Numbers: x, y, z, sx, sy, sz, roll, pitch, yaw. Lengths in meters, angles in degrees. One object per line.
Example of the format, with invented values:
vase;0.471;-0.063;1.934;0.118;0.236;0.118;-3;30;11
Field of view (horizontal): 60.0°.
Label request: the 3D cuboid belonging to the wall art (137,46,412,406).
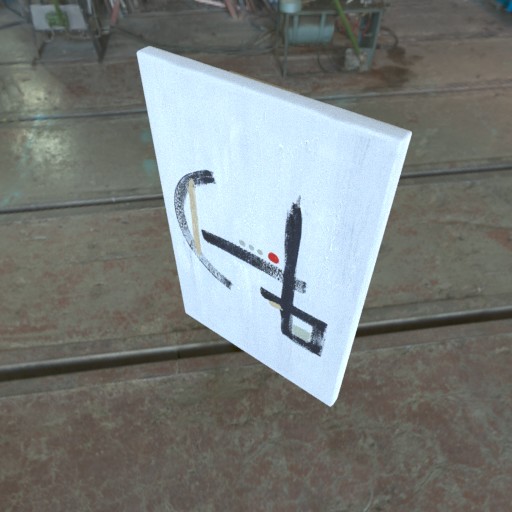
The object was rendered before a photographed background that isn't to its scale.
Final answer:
wall art;0.000;0.000;1.156;0.602;0.916;0.048;28;52;24
